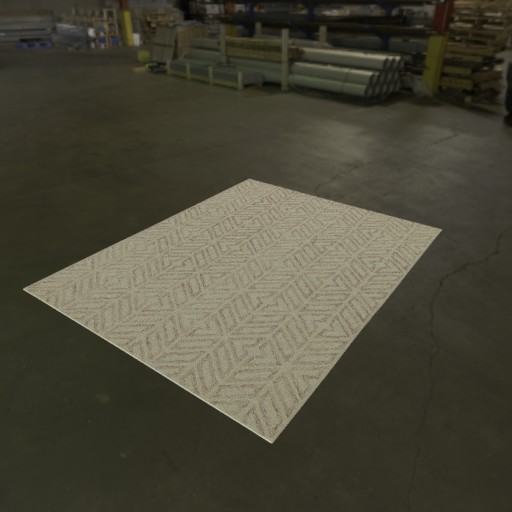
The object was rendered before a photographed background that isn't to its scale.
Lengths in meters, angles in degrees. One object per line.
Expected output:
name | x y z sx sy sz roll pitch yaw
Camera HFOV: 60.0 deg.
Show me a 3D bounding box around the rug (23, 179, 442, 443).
rug | 0.000 0.000 4.010 2.421 0.008 3.045 20 36 30
